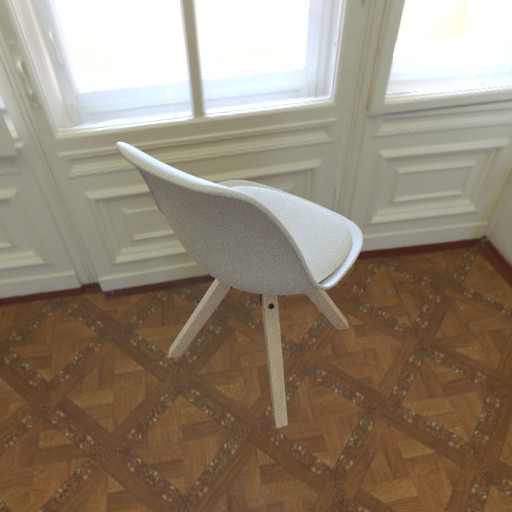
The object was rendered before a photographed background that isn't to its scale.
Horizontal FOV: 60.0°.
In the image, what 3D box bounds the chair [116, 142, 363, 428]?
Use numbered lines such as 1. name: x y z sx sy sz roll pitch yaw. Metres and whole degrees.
1. chair: 0.000 0.000 1.172 0.485 0.850 0.550 26 51 23
